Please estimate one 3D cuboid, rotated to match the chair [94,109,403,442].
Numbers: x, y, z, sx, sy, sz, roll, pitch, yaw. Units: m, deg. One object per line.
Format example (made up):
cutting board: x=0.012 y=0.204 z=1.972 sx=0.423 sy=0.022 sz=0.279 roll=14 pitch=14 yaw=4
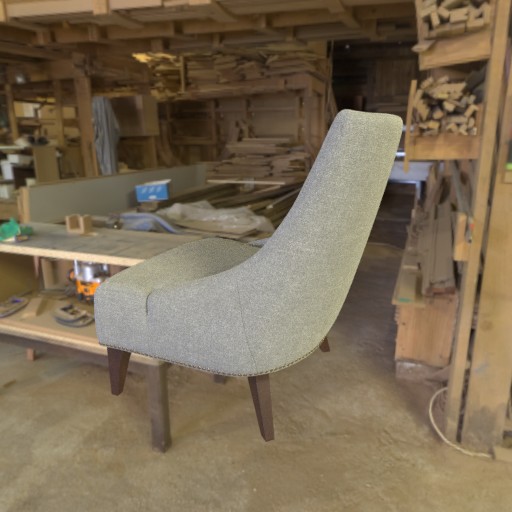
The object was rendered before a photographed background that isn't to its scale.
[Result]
chair: x=0.000 y=0.000 z=1.492 sx=0.861 sy=0.909 sz=0.701 roll=7 pitch=18 yaw=24
